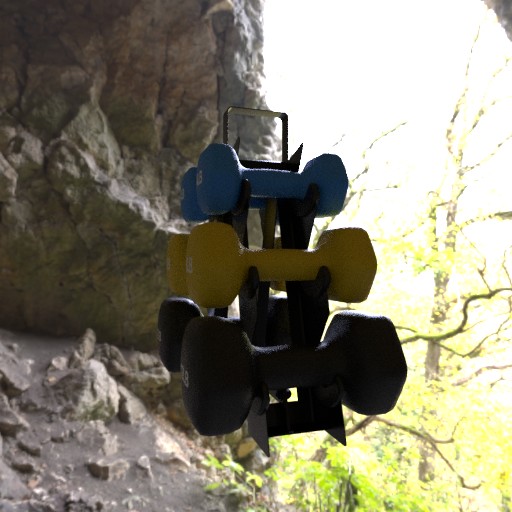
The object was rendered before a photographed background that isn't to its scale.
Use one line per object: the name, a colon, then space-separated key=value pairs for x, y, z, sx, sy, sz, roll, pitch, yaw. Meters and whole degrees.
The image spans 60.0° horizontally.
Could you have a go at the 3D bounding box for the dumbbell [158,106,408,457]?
dumbbell: x=0.000 y=0.000 z=0.653 sx=0.255 sy=0.426 sz=0.409 roll=0 pitch=-1 yaw=-18
